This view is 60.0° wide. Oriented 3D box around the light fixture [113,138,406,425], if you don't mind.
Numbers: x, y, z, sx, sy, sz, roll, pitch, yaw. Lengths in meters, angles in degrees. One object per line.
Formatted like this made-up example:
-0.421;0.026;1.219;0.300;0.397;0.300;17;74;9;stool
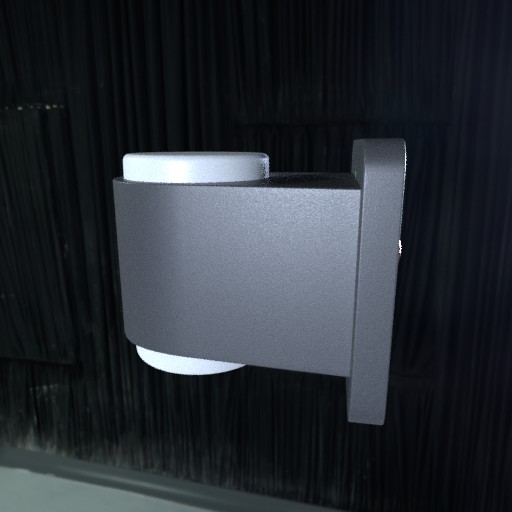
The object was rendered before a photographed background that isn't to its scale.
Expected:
0.000;0.000;0.214;0.132;0.109;0.109;2;15;10;light fixture
